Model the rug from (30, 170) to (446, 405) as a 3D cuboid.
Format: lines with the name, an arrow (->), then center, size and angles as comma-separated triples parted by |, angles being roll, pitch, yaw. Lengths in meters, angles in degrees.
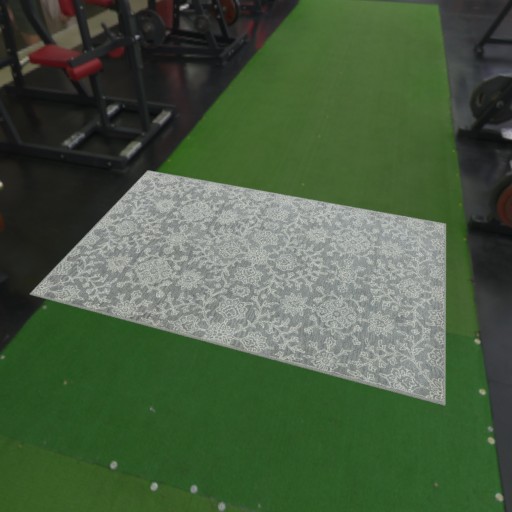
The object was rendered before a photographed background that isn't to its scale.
rug -> 0.000, 0.000, 2.978 | 2.430, 0.010, 1.515 | 12, 43, 13
